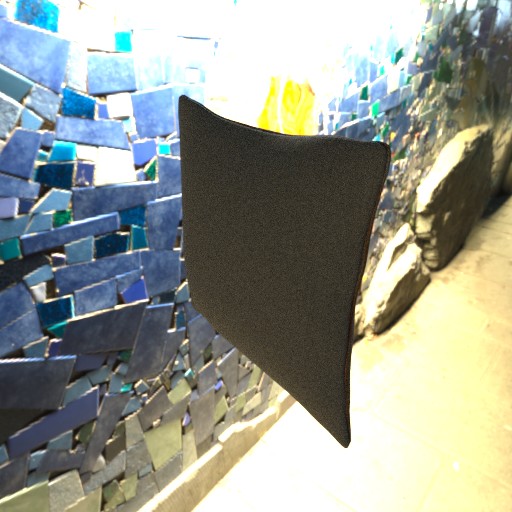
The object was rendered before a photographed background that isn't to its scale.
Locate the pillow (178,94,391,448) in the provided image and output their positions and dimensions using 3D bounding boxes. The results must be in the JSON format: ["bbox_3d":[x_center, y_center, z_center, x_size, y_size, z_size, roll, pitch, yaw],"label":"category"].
[{"bbox_3d":[0.000,0.000,0.667,0.136,0.419,0.437,-18,32,-31],"label":"pillow"}]
